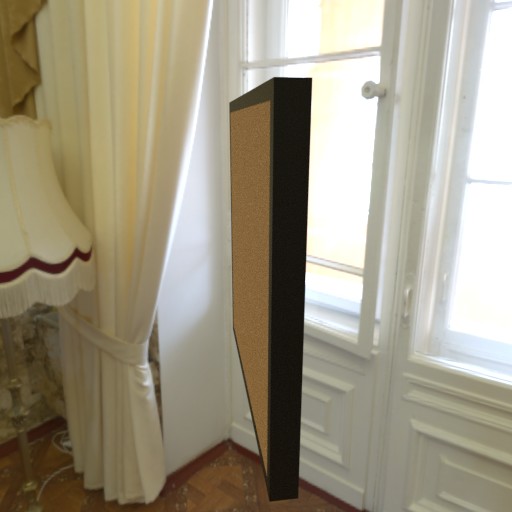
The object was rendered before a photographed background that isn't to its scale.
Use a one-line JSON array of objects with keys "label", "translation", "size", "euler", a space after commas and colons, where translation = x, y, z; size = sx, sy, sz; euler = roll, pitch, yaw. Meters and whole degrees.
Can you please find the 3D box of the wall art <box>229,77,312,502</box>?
[{"label": "wall art", "translation": [0.000, 0.000, 0.740], "size": [0.038, 0.508, 0.508], "euler": [-2, 17, -8]}]
